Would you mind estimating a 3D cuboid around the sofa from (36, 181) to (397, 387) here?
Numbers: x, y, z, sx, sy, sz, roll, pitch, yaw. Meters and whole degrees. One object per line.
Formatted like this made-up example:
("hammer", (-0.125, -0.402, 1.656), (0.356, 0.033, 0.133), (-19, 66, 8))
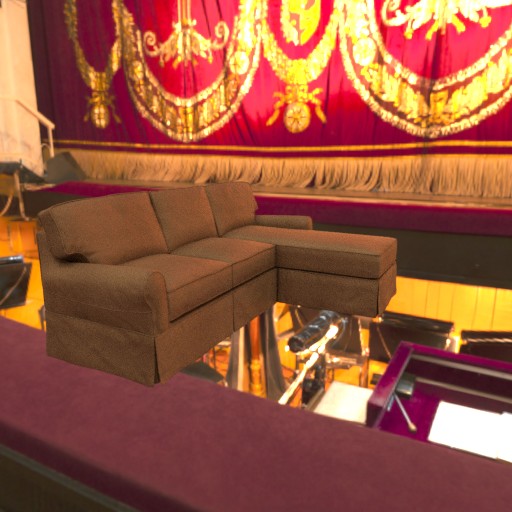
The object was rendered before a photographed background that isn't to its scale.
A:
("sofa", (0.000, 0.000, 3.327), (1.733, 0.978, 2.475), (7, 15, 26))
